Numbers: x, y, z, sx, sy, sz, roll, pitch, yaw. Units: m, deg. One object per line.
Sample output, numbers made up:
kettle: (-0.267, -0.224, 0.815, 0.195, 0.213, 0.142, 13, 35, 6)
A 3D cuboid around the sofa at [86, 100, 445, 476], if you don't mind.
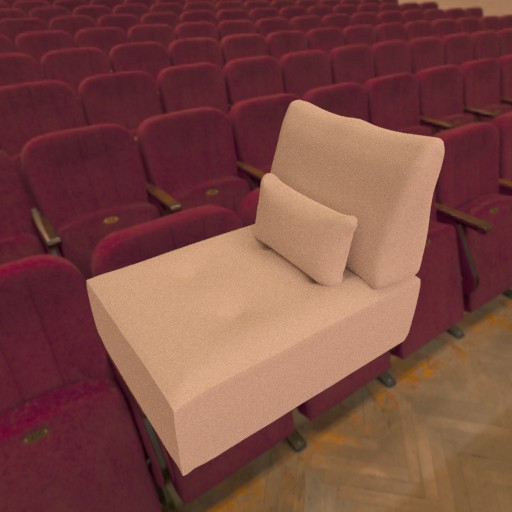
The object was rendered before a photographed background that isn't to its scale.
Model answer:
sofa: (0.000, 0.000, 1.528, 1.000, 0.820, 0.700, -21, 37, -30)
